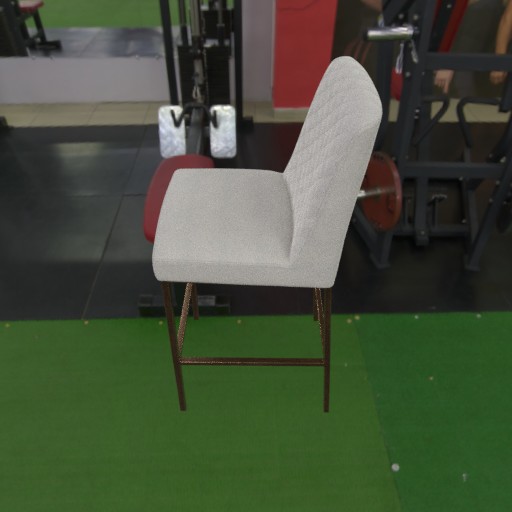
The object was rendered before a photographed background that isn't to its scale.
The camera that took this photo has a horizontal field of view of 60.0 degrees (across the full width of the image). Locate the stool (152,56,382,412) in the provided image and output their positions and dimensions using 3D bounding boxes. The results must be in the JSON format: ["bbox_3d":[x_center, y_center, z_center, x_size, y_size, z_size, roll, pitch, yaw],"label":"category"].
[{"bbox_3d":[0.000,0.000,1.375,0.546,1.084,0.462,0,42,1],"label":"stool"}]
